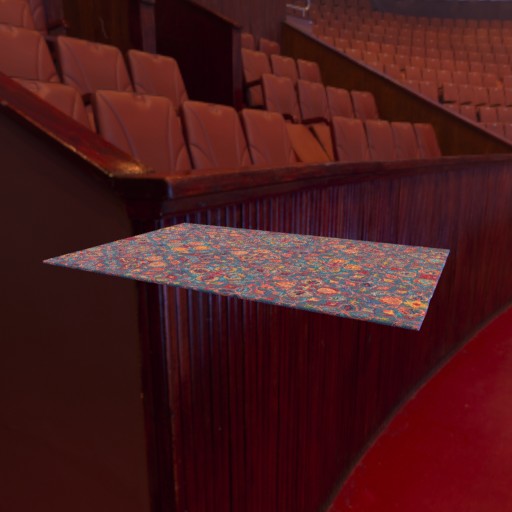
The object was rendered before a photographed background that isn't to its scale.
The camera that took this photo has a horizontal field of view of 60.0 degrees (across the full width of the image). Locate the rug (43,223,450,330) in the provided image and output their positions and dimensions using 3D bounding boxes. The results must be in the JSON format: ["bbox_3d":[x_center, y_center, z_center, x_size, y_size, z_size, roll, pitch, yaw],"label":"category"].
[{"bbox_3d":[0.000,0.000,2.384,1.836,0.014,1.216,7,16,26],"label":"rug"}]
